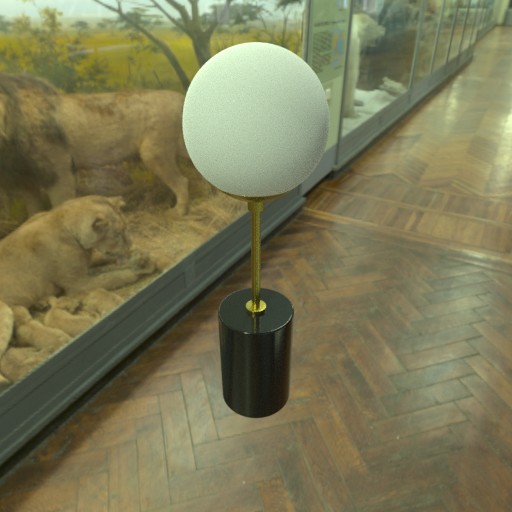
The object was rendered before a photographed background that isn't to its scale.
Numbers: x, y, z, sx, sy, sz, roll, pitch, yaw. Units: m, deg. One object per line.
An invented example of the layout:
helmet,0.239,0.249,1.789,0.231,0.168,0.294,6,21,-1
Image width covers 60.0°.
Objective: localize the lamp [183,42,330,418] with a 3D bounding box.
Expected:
lamp,0.000,0.000,0.551,0.153,0.480,0.153,0,31,0
